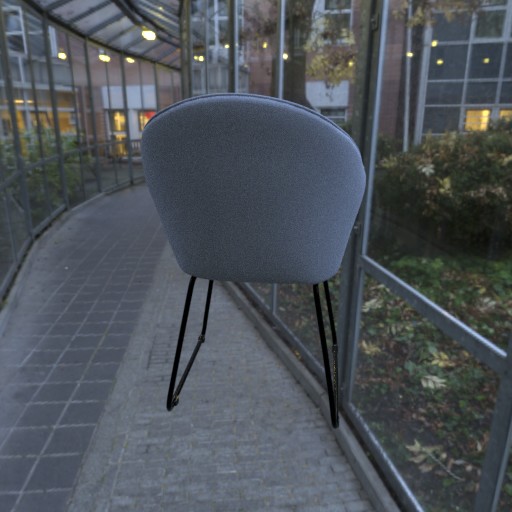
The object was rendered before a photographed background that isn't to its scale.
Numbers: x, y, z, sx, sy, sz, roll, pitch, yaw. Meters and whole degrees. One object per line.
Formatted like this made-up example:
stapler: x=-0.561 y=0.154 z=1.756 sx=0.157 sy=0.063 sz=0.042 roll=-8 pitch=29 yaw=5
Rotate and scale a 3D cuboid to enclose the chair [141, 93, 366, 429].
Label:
chair: x=0.000 y=0.000 z=1.231 sx=0.570 sy=0.817 sz=0.592 roll=2 pitch=17 yaw=8
